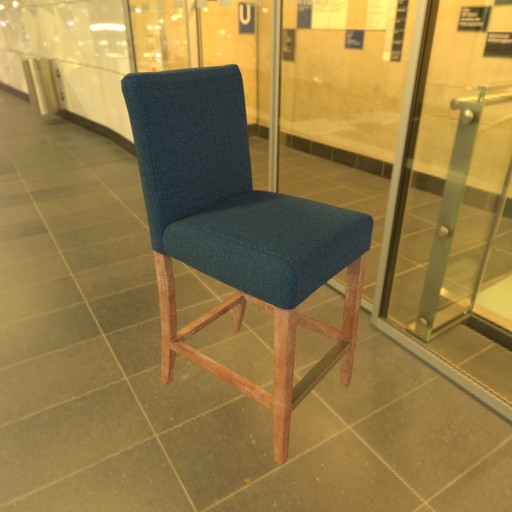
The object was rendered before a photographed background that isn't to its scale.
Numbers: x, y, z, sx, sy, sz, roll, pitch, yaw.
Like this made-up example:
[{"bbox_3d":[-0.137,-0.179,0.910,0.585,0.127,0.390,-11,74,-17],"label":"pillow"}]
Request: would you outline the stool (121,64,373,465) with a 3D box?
[{"bbox_3d":[0.000,0.000,1.356,0.567,1.039,0.454,20,34,33],"label":"stool"}]
